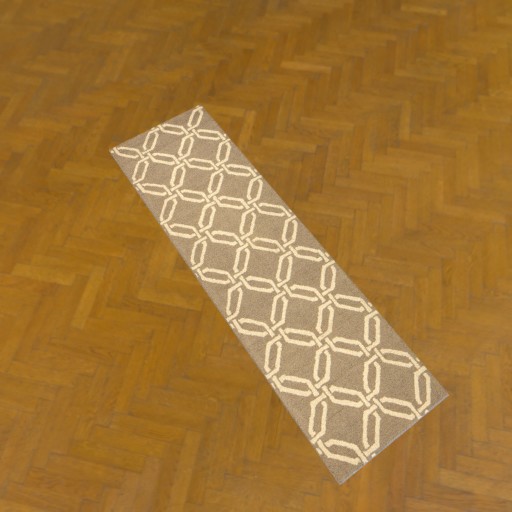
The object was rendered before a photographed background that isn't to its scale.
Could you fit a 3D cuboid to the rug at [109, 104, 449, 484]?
[{"bbox_3d":[0.000,0.000,2.454,0.678,0.014,2.276,-32,68,-15],"label":"rug"}]
